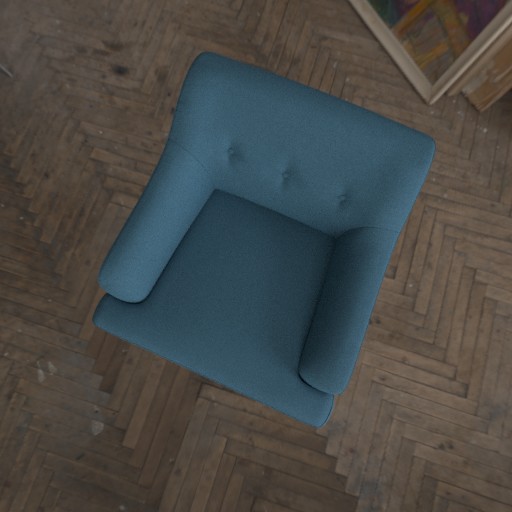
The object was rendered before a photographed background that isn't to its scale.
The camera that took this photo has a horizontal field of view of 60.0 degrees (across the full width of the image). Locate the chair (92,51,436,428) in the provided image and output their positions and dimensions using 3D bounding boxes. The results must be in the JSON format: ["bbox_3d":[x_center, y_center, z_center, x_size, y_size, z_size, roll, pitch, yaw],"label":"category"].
[{"bbox_3d":[0.000,0.000,1.650,0.946,0.818,0.951,23,77,6],"label":"chair"}]
